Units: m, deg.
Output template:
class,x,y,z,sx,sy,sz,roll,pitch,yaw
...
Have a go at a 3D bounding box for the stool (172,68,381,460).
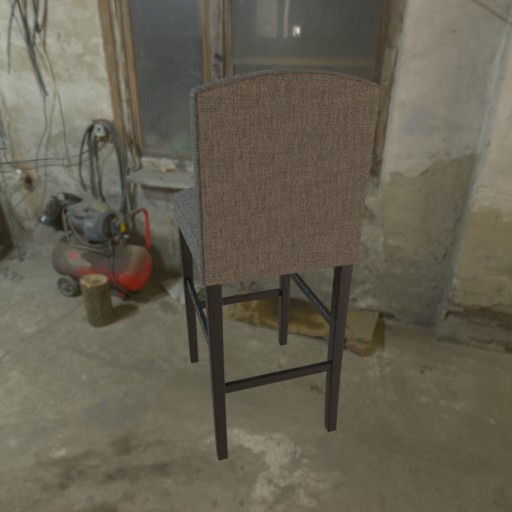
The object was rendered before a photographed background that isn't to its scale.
class,x,y,z,sx,sy,sz,roll,pitch,yaw
stool,0.000,0.000,1.426,0.451,1.138,0.552,-8,27,-16
